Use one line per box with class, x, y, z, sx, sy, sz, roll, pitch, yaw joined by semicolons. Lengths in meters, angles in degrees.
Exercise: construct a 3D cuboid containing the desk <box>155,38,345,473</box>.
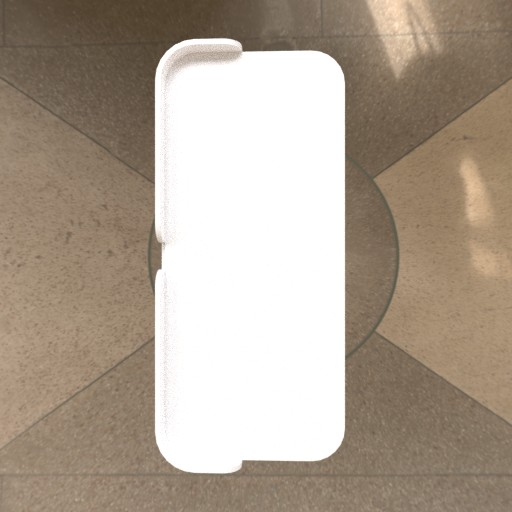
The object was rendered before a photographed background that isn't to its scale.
desk;0.000;0.000;1.629;0.534;0.807;1.206;0;90;2
